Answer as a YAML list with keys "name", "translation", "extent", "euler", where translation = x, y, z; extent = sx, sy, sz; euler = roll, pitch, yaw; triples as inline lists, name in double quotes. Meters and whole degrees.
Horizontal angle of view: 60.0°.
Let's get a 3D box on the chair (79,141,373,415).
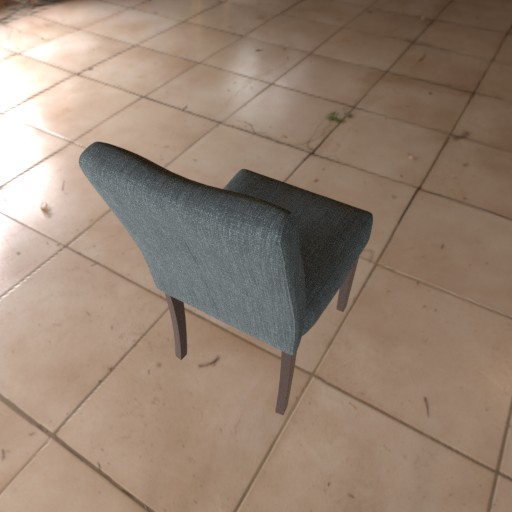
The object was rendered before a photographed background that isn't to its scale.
- name: "chair"
  translation: [0.000, 0.000, 1.246]
  extent: [0.487, 0.884, 0.629]
  euler: [23, 51, 20]
